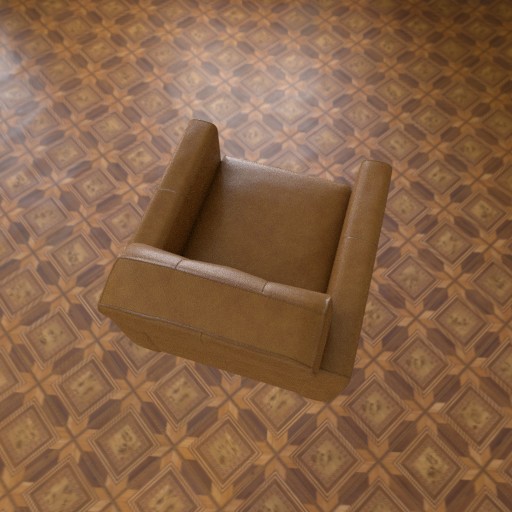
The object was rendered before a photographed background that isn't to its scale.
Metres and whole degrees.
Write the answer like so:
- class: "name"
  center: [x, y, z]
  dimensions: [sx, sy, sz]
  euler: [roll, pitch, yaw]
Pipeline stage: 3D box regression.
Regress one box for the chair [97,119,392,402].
- class: "chair"
  center: [0.000, 0.000, 1.679]
  dimensions: [0.845, 0.968, 0.942]
  euler: [15, 64, 7]
